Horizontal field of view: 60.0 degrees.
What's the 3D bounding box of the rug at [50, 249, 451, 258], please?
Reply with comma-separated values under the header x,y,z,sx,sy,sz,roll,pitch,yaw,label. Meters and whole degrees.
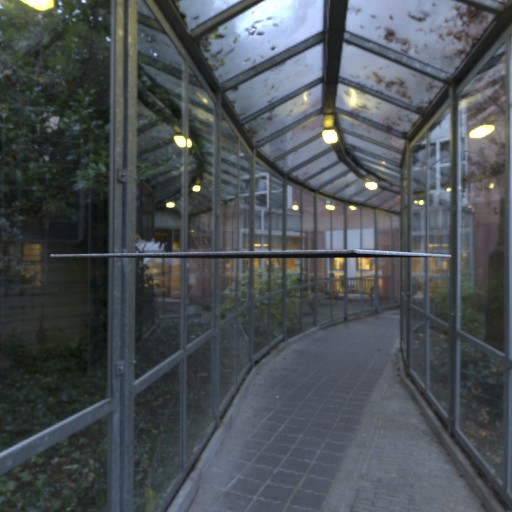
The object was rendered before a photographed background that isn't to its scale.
x,y,z,sx,sy,sz,roll,pitch,yaw,label
0.000,0.000,4.281,3.049,0.025,2.449,-1,-1,35,rug
